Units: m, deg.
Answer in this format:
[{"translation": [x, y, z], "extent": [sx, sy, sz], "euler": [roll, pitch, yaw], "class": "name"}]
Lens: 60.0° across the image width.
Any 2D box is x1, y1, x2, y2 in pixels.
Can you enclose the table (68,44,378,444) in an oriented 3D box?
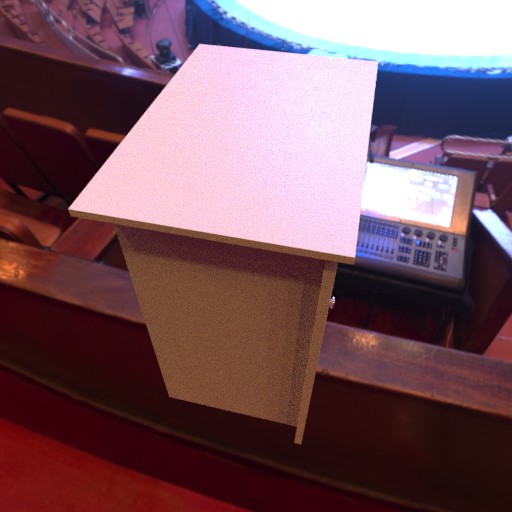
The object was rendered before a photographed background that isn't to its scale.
[{"translation": [0.000, 0.000, 1.051], "extent": [0.406, 0.711, 0.589], "euler": [10, 48, 9], "class": "table"}]
